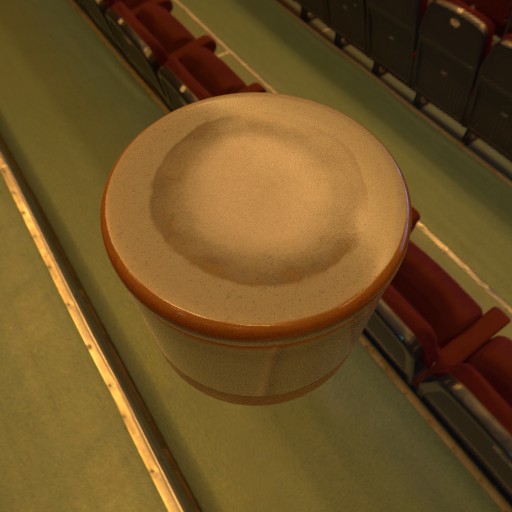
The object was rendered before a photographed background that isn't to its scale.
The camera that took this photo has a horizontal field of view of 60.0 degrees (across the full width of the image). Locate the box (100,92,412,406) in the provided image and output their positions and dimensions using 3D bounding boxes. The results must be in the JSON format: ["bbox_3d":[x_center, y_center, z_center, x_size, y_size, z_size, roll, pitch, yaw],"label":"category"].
[{"bbox_3d":[0.000,0.000,0.215,0.123,0.100,0.123,0,57,0],"label":"box"}]
